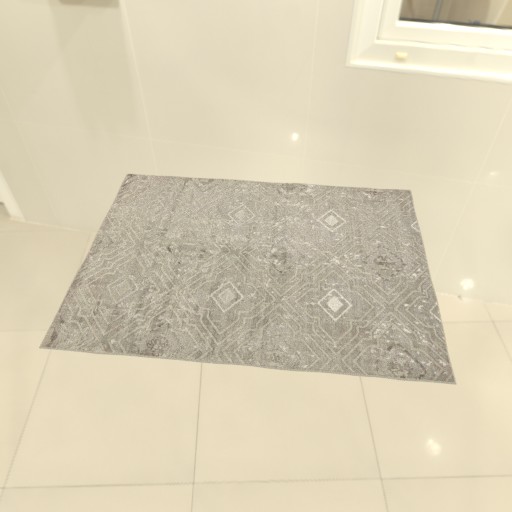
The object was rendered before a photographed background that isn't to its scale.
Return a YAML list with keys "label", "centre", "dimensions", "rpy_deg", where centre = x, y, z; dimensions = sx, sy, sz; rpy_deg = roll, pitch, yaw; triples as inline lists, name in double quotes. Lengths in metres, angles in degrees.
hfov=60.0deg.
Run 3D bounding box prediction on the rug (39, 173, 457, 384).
- label: "rug"
  centre: [0.000, 0.000, 4.373]
  dimensions: [3.359, 0.020, 2.448]
  rpy_deg: [4, 46, 4]
